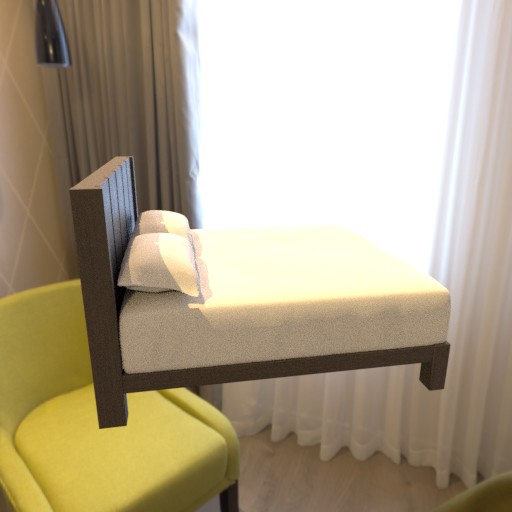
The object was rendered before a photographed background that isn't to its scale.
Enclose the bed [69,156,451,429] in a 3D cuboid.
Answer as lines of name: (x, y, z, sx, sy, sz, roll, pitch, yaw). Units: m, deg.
bed: (0.000, 0.000, 3.124, 1.992, 1.261, 1.735, -3, 18, -10)
